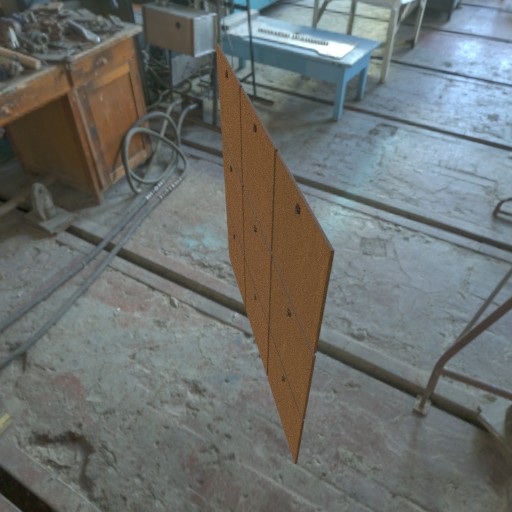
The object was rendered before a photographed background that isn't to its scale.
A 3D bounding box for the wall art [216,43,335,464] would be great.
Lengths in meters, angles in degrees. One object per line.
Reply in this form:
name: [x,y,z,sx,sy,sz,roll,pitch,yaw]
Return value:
wall art: [0.000,0.000,2.231,0.023,1.522,1.526,-11,46,-11]
